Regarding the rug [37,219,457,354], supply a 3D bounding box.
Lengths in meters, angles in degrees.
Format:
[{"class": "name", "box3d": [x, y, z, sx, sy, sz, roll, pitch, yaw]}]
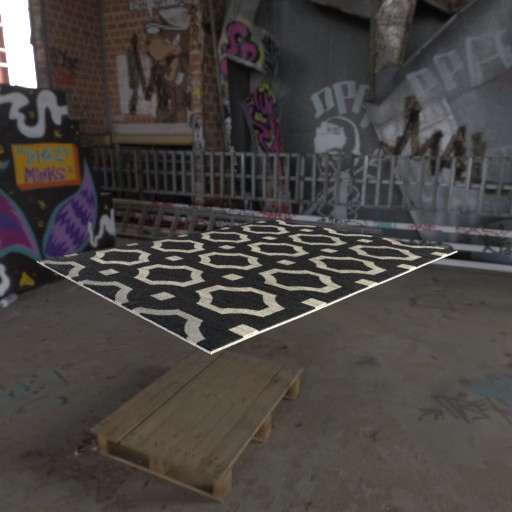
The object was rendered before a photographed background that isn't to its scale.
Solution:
[{"class": "rug", "box3d": [0.000, 0.000, 4.115, 3.049, 0.021, 2.466, -14, 20, -43]}]
